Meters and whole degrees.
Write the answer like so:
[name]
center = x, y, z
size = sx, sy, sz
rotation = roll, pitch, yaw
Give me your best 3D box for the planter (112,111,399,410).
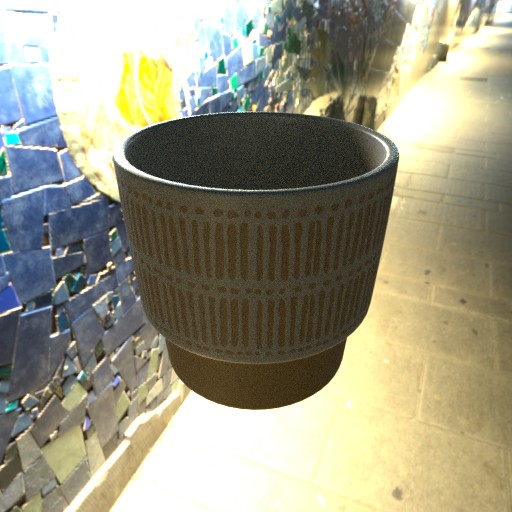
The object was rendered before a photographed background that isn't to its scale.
[planter]
center = 0.000, 0.000, 0.582
size = 0.317, 0.303, 0.317
rotation = 0, 30, 0
